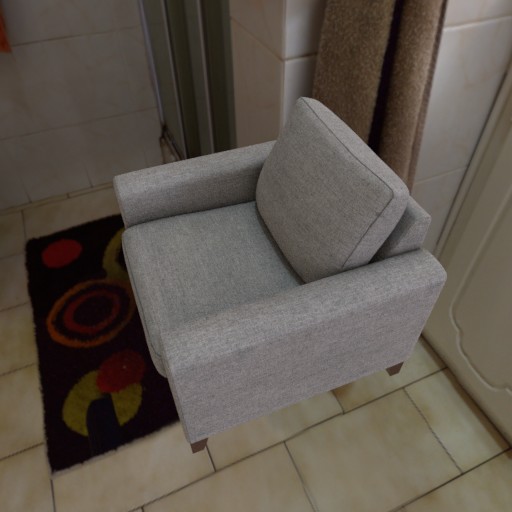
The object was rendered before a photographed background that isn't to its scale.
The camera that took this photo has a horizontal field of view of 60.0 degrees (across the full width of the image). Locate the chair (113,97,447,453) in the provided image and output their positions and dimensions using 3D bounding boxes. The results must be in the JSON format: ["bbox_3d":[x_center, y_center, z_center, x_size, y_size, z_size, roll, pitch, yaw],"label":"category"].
[{"bbox_3d":[0.000,0.000,1.867,1.038,1.010,1.024,-16,49,-15],"label":"chair"}]
